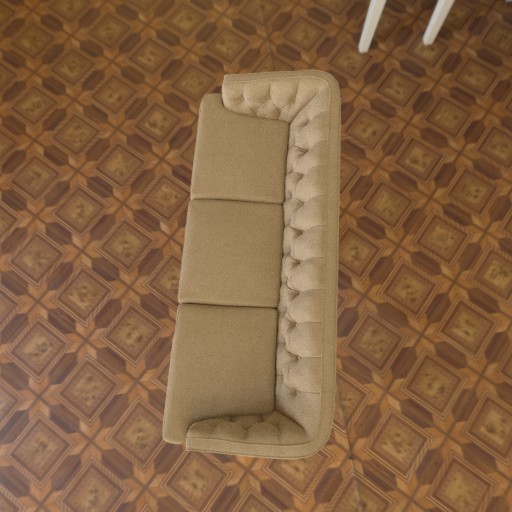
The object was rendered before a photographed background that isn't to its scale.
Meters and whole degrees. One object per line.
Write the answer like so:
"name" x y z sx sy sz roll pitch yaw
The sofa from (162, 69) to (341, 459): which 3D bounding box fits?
"sofa" 0.000 0.000 2.769 0.913 0.788 2.235 4 74 1
